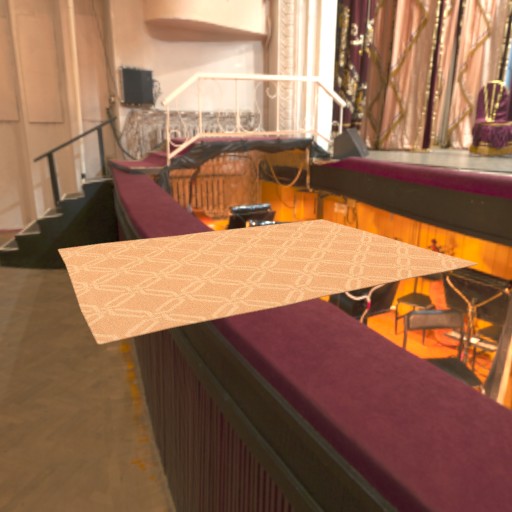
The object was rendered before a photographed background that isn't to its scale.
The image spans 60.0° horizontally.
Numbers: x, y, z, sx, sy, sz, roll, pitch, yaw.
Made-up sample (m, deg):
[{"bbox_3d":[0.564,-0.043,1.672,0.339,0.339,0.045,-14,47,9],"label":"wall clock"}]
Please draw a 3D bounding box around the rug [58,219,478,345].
[{"bbox_3d":[0.000,0.000,2.727,2.135,0.013,1.524,-8,18,-27],"label":"rug"}]
